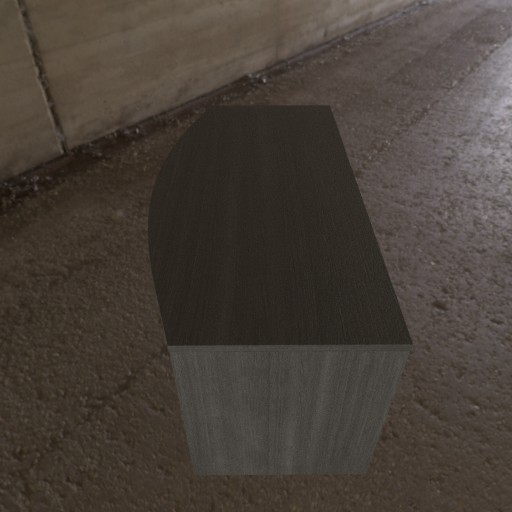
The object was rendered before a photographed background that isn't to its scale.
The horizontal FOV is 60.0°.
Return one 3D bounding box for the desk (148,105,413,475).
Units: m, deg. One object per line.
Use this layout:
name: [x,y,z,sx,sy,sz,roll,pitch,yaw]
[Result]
desk: [0.000,0.000,1.995,0.802,0.750,1.600,0,40,0]
